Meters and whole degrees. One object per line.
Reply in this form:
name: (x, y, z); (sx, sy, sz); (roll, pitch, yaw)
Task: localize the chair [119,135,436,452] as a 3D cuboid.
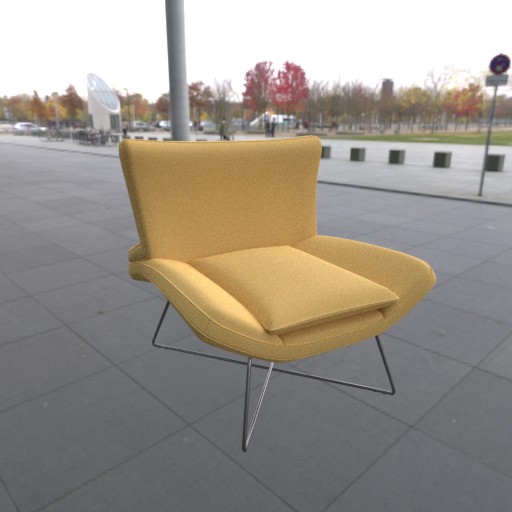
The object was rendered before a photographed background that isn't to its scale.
chair: (0.000, 0.000, 1.672); (0.859, 0.855, 1.008); (-9, 19, -27)
